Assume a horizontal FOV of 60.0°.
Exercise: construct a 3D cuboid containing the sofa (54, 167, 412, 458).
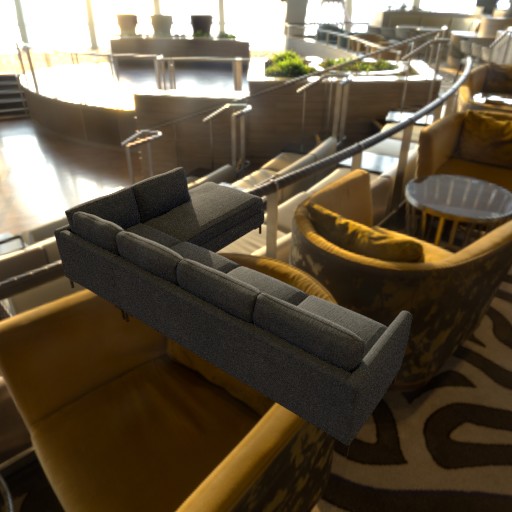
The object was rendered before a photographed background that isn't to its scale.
[{"bbox_3d":[0.000,0.000,3.849,2.949,0.815,2.007,22,37,32],"label":"sofa"}]
